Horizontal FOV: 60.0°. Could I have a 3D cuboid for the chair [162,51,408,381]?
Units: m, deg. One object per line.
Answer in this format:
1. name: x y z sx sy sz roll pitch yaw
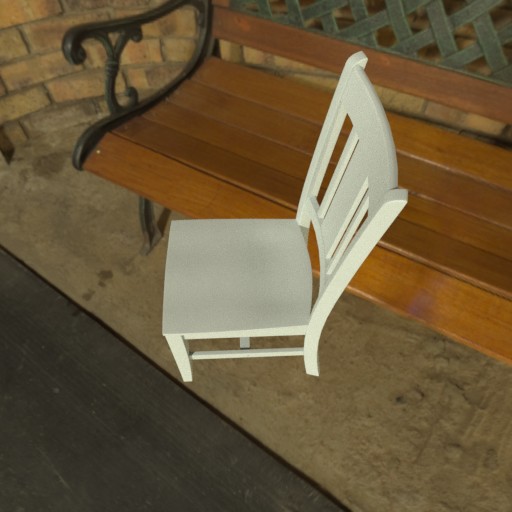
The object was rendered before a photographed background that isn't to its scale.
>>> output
1. chair: 0.000 0.000 1.301 0.555 0.998 0.450 -2 57 -1
